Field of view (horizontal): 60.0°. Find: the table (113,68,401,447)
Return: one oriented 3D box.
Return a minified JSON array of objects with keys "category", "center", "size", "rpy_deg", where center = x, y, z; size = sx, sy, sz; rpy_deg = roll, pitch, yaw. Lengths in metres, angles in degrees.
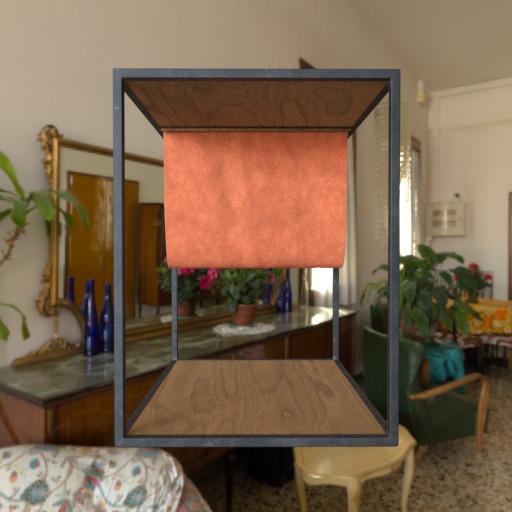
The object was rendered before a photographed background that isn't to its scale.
[{"category":"table","center":[0.000,0.000,0.843],"size":[0.399,0.536,0.450],"rpy_deg":[0,1,0]}]
